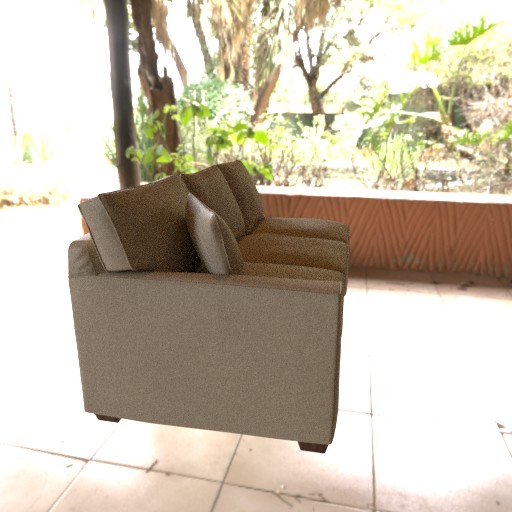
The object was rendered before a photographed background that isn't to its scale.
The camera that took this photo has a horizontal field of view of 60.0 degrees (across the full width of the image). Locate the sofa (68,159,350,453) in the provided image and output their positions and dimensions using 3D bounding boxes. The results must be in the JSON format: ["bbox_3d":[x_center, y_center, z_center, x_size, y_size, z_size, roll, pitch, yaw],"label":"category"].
[{"bbox_3d":[0.000,0.000,2.485,1.034,0.946,1.962,3,16,11],"label":"sofa"}]
